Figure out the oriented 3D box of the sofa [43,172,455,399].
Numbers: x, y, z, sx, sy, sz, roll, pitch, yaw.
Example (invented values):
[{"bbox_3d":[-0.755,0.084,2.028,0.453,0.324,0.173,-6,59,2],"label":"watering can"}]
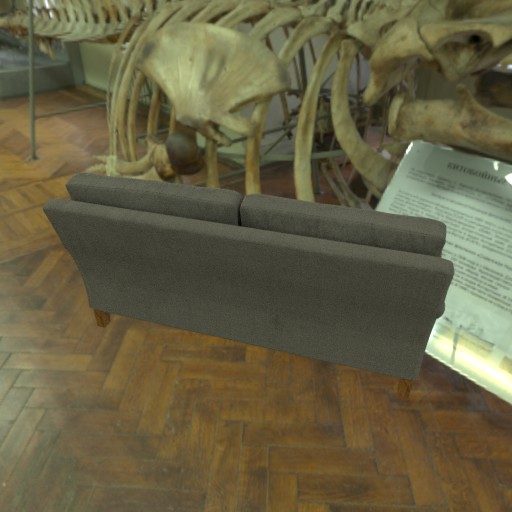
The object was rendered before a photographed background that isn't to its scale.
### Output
[{"bbox_3d":[0.000,0.000,2.783,2.165,1.087,1.086,10,34,15],"label":"sofa"}]
